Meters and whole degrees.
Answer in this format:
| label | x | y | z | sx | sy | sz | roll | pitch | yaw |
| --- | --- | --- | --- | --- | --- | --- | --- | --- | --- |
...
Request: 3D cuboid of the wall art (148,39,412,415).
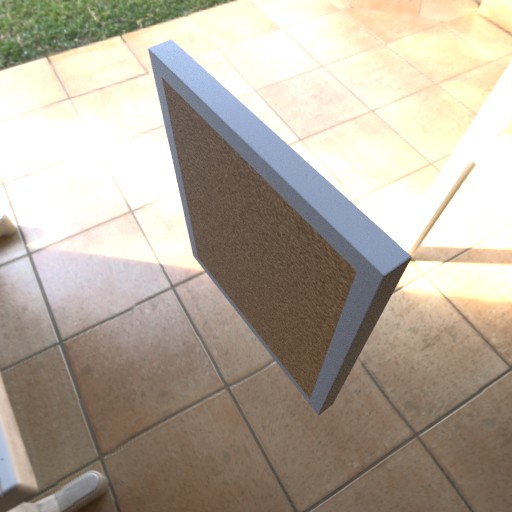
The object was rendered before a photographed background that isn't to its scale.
| label | x | y | z | sx | sy | sz | roll | pitch | yaw |
| --- | --- | --- | --- | --- | --- | --- | --- | --- | --- |
| wall art | 0.000 | 0.000 | 0.535 | 0.028 | 0.381 | 0.331 | -32 | 62 | -19 |
